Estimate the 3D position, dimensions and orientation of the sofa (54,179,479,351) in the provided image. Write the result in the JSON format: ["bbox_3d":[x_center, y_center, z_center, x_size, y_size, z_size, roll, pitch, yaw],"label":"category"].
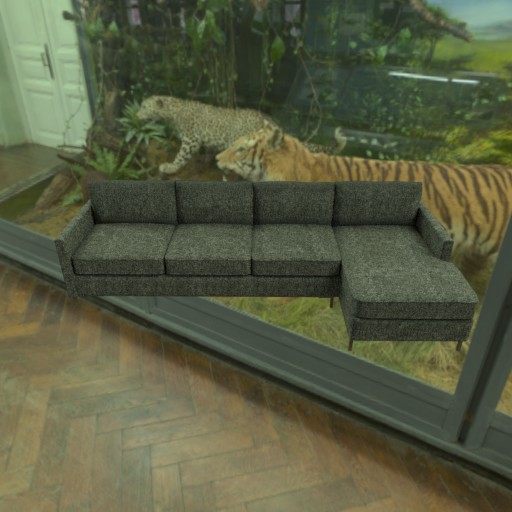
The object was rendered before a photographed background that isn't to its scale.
[{"bbox_3d":[0.000,0.000,3.962,3.384,0.970,1.488,0,30,1],"label":"sofa"}]
